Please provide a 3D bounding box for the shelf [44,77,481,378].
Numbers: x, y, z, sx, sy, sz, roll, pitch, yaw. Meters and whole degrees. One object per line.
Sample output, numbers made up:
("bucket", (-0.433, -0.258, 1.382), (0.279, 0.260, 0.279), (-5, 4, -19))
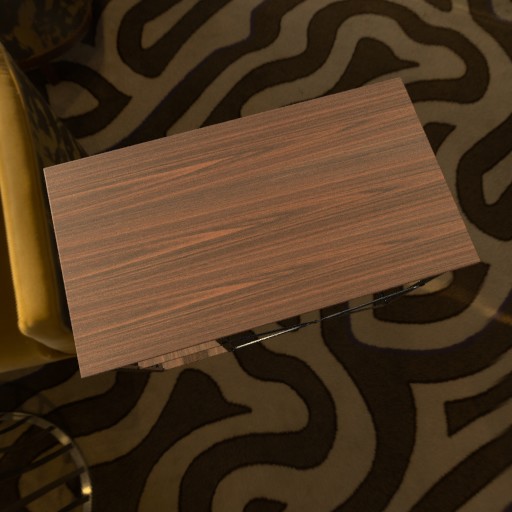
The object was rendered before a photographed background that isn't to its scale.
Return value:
("shelf", (0.000, 0.000, 1.380), (0.902, 0.750, 0.498), (-16, 76, -4))
